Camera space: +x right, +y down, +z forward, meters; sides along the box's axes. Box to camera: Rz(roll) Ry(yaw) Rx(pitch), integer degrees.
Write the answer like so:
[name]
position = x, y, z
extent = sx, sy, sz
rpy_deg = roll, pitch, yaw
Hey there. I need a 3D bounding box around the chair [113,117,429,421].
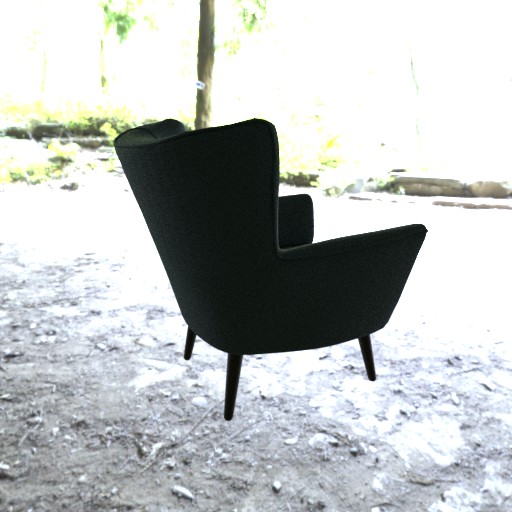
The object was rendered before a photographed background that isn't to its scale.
[chair]
position = 0.000, 0.000, 1.568
extent = 0.888, 0.933, 0.781
rpy_deg = -8, 19, -25
